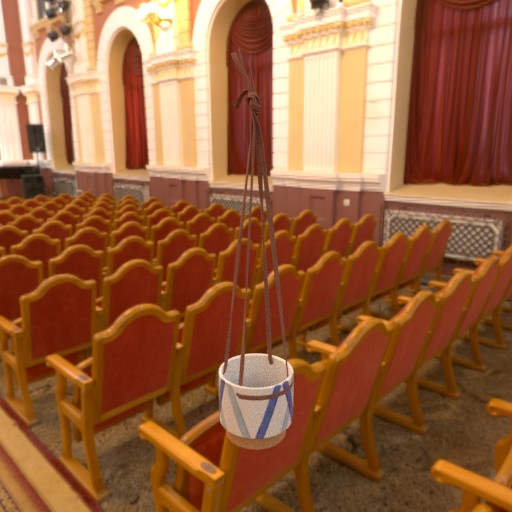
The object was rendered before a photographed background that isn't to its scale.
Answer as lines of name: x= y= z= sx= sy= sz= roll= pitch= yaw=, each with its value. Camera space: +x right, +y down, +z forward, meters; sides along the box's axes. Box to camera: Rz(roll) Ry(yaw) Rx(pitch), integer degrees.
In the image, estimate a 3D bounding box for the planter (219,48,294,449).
planter: x=0.000 y=0.000 z=0.847 sx=0.157 sy=0.753 sz=0.153 roll=12 pitch=18 yaw=43
